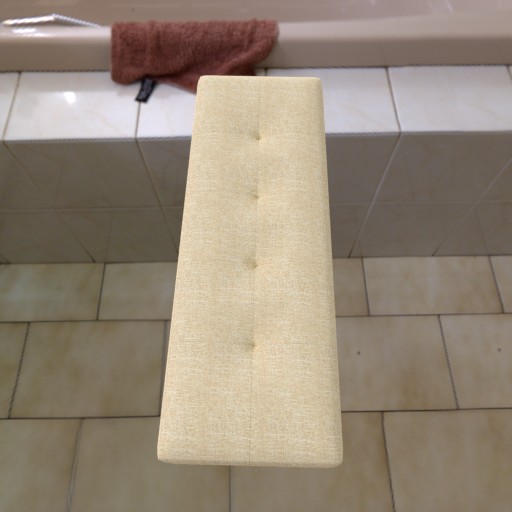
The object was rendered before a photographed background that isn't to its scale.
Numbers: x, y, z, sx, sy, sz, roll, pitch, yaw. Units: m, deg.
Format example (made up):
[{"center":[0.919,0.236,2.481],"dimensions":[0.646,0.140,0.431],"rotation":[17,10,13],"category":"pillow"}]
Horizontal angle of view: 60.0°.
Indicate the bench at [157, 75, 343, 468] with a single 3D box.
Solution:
[{"center":[0.000,0.000,1.423],"dimensions":[0.432,0.406,1.219],"rotation":[1,64,1],"category":"bench"}]
